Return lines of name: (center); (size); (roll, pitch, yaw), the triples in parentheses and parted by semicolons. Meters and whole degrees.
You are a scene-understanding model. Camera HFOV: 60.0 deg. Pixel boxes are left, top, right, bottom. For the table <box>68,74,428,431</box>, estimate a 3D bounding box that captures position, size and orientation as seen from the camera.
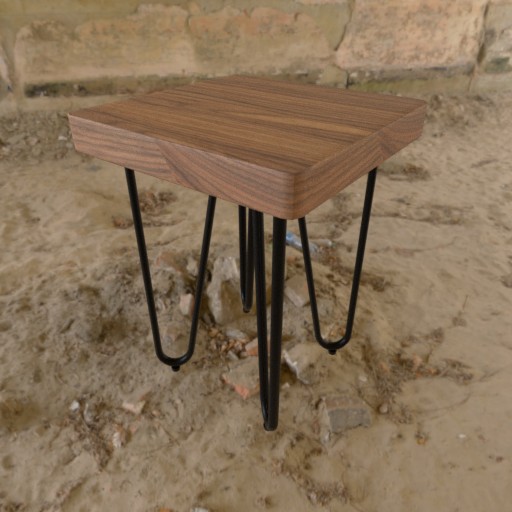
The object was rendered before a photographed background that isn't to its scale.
table: (0.000, 0.000, 0.976); (0.480, 0.641, 0.479); (22, 38, 31)
